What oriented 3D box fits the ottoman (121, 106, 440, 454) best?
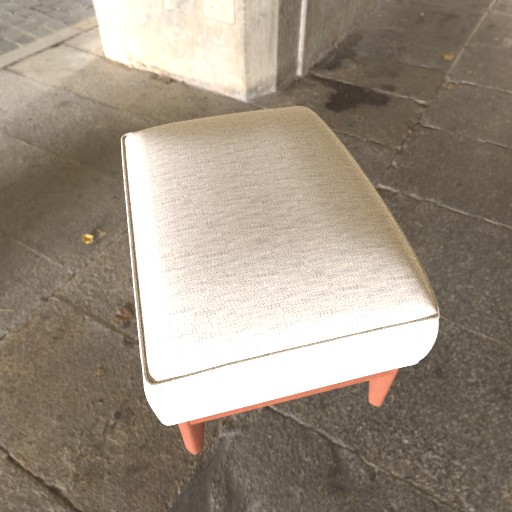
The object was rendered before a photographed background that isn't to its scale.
[{"bbox_3d":[0.000,0.000,1.146,0.594,0.465,0.794,-11,49,-10],"label":"ottoman"}]
